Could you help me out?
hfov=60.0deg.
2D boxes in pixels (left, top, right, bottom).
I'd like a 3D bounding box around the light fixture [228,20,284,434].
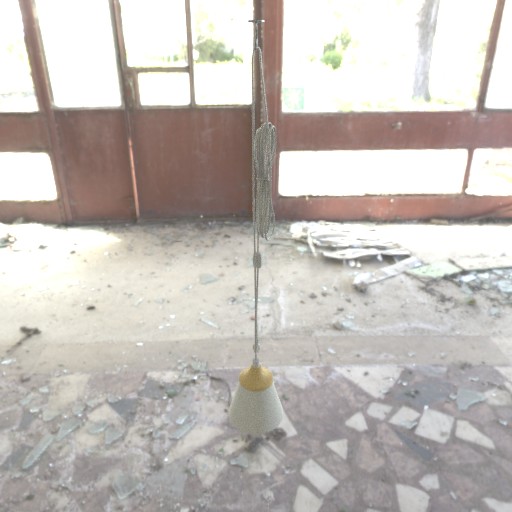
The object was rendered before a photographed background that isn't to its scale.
[{"bbox_3d":[0.000,0.000,1.028,0.153,0.966,0.153,16,30,31],"label":"light fixture"}]
